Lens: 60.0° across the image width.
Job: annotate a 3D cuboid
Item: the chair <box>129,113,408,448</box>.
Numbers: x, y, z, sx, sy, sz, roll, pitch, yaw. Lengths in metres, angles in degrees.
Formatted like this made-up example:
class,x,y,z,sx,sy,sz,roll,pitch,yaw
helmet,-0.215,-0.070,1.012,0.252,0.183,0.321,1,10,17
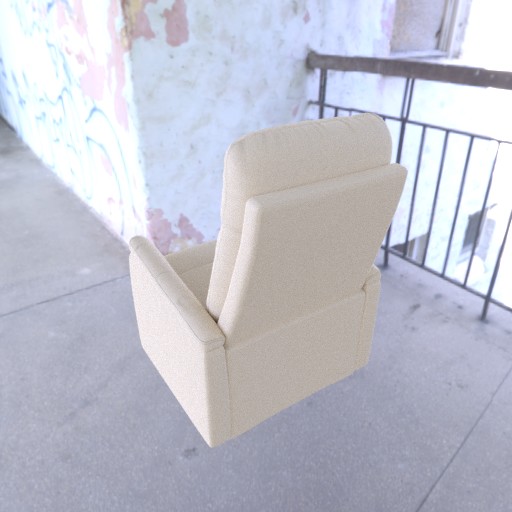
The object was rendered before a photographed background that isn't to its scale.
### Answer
class,x,y,z,sx,sy,sz,roll,pitch,yaw
chair,0.000,0.000,1.668,0.775,1.082,0.831,-18,33,-29
